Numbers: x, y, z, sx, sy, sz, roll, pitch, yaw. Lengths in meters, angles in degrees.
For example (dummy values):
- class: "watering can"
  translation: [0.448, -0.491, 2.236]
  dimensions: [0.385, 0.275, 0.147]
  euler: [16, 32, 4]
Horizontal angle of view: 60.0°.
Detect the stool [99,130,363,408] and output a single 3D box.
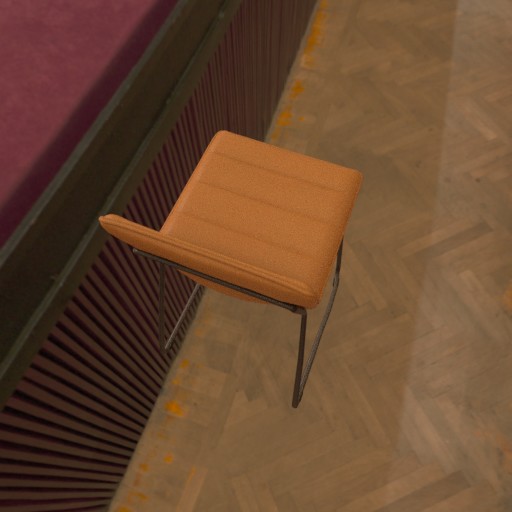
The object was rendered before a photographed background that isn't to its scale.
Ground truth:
- class: "stool"
  translation: [0.000, 0.000, 1.185]
  dimensions: [0.489, 0.866, 0.524]
  euler: [19, 64, 10]
